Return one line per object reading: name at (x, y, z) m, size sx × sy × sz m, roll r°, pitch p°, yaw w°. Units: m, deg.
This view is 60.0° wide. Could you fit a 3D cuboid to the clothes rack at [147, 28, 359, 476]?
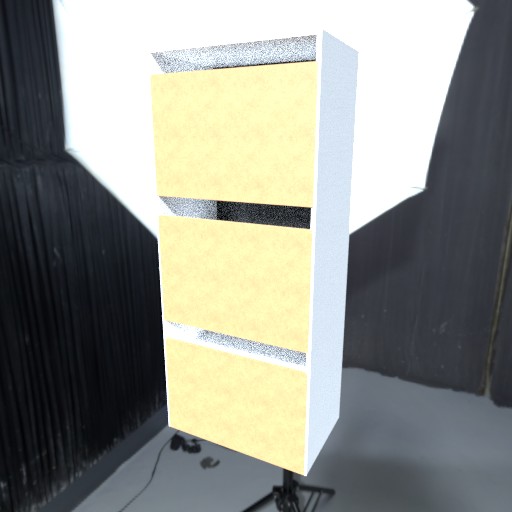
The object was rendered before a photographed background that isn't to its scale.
clothes rack at (0.000, 0.000, 1.387) m, size 0.500 × 1.187 × 0.330 m, roll 8°, pitch 17°, yaw 27°
